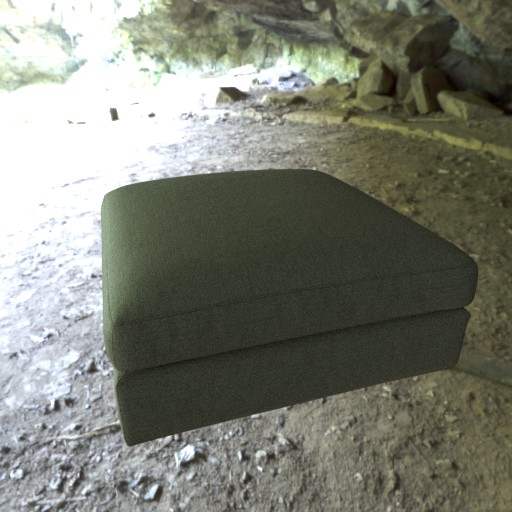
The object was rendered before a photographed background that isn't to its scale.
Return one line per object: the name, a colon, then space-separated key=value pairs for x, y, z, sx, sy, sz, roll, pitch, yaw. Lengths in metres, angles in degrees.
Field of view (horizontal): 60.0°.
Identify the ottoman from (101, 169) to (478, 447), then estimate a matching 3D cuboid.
ottoman: x=0.000 y=0.000 z=1.594 sx=1.041 sy=0.470 sz=1.041 roll=-8 pitch=27 yaw=-16
